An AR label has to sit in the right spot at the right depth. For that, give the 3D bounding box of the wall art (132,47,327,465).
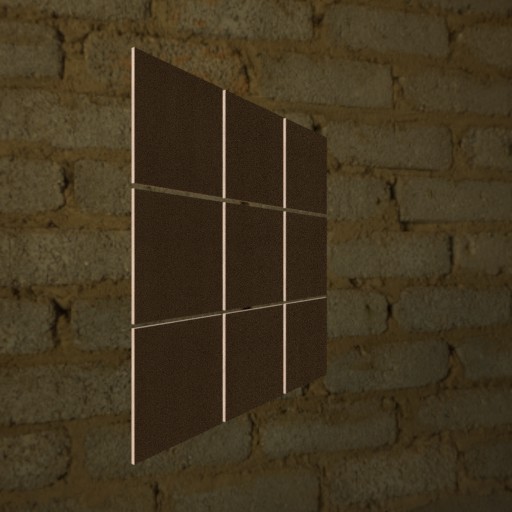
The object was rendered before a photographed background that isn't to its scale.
[{"bbox_3d":[0.000,0.000,1.787,0.013,1.218,1.219,0,0,36],"label":"wall art"}]
